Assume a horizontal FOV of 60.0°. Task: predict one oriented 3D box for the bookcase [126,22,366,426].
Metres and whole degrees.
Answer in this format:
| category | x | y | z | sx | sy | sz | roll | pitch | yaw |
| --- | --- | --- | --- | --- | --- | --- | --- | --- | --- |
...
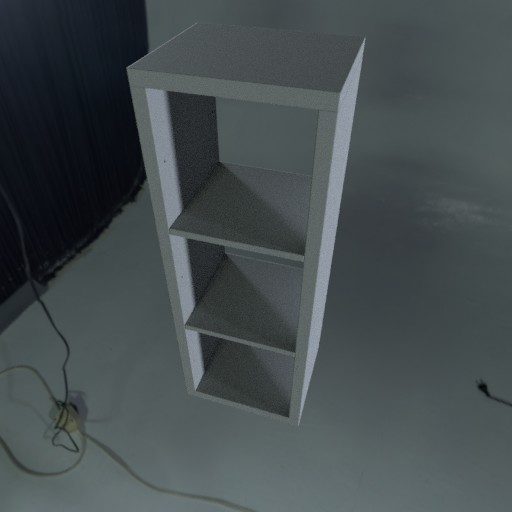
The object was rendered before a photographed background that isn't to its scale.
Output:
| category | x | y | z | sx | sy | sz | roll | pitch | yaw |
| --- | --- | --- | --- | --- | --- | --- | --- | --- | --- |
| bookcase | 0.000 | 0.000 | 1.233 | 0.390 | 1.080 | 0.330 | 12 | 43 | 13 |
